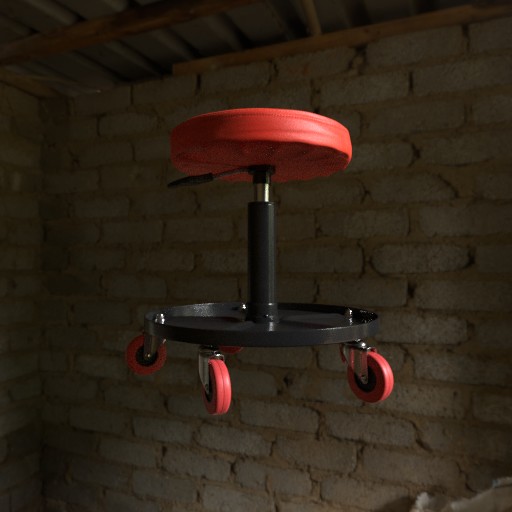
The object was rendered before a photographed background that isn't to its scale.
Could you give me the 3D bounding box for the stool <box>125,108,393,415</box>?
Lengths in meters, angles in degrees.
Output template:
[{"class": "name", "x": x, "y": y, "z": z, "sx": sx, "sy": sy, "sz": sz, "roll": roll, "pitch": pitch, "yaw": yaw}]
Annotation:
[{"class": "stool", "x": 0.000, "y": 0.000, "z": 0.677, "sx": 0.382, "sy": 0.365, "sz": 0.381, "roll": 0, "pitch": -1, "yaw": -17}]
